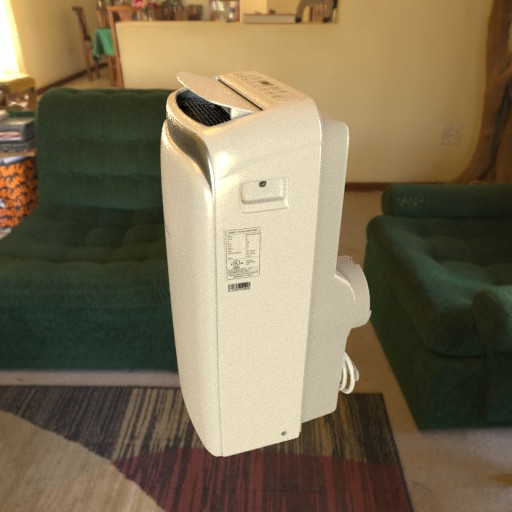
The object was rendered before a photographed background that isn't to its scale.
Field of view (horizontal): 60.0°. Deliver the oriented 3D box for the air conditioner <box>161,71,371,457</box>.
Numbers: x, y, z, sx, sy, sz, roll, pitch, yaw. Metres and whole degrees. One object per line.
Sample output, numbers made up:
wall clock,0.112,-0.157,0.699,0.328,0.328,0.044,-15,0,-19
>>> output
air conditioner,0.000,0.000,1.036,0.414,0.786,0.449,-9,31,-14
